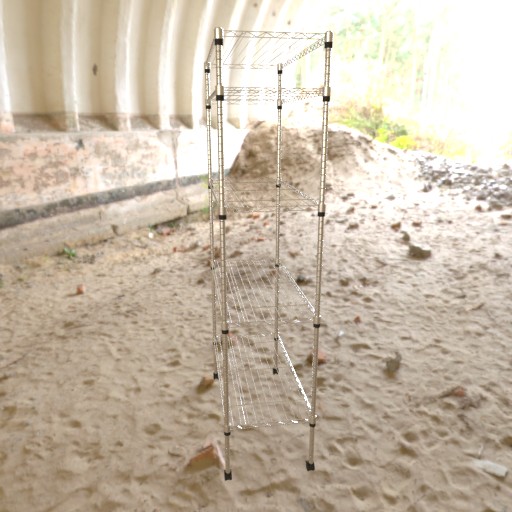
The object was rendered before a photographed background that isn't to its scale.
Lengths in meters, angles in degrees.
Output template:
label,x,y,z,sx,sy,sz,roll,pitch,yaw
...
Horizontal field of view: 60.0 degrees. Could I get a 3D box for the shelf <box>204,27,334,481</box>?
label,x,y,z,sx,sy,sz,roll,pitch,yaw
shelf,0.000,0.000,1.862,0.356,1.587,0.762,-2,17,-8
